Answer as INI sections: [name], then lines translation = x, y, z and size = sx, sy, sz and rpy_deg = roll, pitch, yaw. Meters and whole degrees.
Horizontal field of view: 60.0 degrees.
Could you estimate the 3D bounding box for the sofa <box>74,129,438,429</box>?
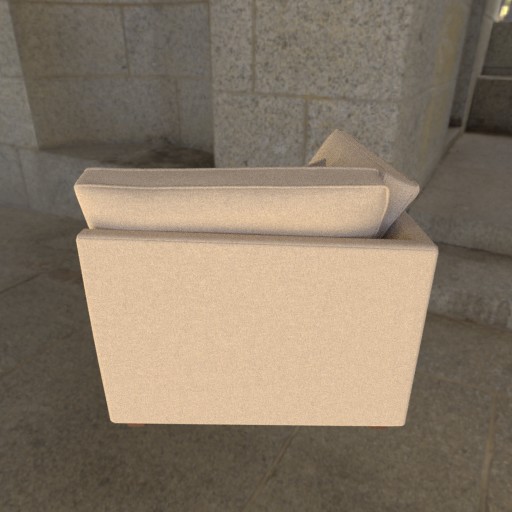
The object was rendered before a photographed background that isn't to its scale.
[sofa]
translation = 0.000, 0.000, 1.831
size = 1.042, 0.937, 1.050
rpy_deg = 0, 26, 0
